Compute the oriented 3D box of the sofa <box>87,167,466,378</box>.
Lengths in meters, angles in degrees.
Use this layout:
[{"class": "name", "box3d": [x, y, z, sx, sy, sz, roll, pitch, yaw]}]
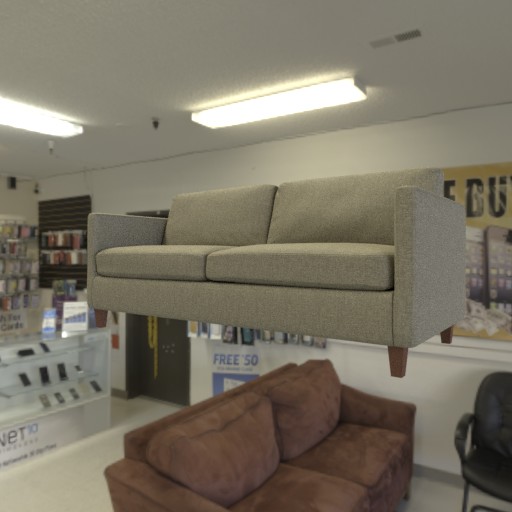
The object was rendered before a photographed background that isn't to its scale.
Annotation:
[{"class": "sofa", "box3d": [0.000, 0.000, 2.712, 2.208, 0.960, 0.956, 0, 1, 36]}]
